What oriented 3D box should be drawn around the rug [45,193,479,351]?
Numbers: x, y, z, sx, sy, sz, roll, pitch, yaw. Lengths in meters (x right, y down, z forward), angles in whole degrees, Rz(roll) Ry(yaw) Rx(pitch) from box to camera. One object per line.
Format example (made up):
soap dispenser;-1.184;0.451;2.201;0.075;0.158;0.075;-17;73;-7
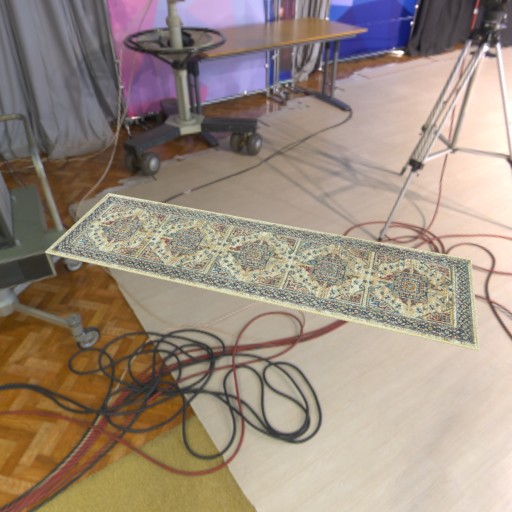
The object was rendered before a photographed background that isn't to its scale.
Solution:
rug;0.000;0.000;2.485;2.297;0.013;0.661;11;41;13
